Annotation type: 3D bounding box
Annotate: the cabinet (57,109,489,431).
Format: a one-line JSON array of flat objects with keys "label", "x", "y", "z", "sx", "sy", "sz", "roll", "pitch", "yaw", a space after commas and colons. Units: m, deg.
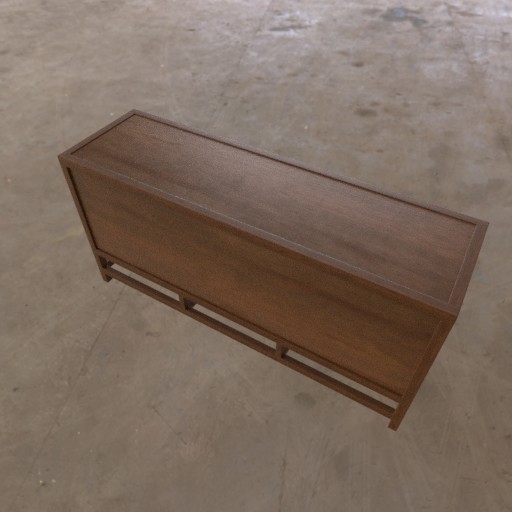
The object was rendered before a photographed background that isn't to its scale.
[{"label": "cabinet", "x": 0.000, "y": 0.000, "z": 2.078, "sx": 1.708, "sy": 0.820, "sz": 0.522, "roll": 23, "pitch": 50, "yaw": 21}]
